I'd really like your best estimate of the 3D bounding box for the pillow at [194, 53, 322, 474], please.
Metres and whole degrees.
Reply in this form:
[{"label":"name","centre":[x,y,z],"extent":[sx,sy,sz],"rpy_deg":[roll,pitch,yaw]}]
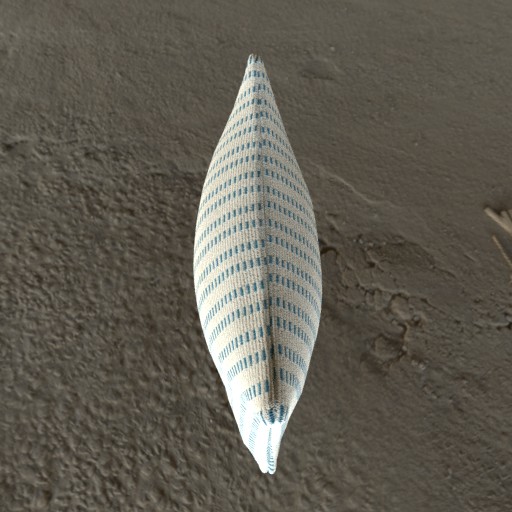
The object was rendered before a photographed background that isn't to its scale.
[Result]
[{"label":"pillow","centre":[0.000,0.000,0.761],"extent":[0.210,0.353,0.640],"rpy_deg":[-1,57,-1]}]
